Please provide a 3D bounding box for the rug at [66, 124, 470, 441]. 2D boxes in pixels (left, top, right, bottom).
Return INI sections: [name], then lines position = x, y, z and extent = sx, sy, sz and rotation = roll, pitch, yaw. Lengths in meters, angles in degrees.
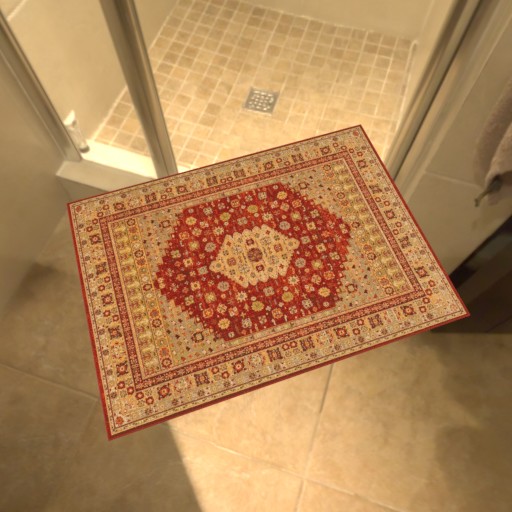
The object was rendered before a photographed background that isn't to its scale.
[rug]
position = 0.000, 0.000, 2.869
extent = 2.211, 0.013, 1.593
rotation = -17, 65, -8
